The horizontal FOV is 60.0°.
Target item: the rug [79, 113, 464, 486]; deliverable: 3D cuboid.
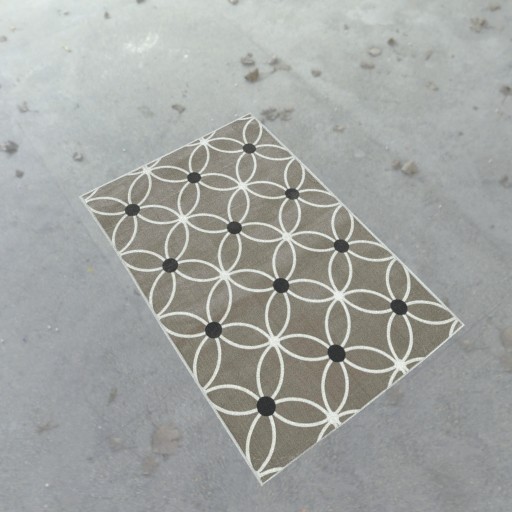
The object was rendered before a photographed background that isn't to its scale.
[{"bbox_3d":[0.000,0.000,2.945,1.522,0.008,2.284,-31,64,-17],"label":"rug"}]
